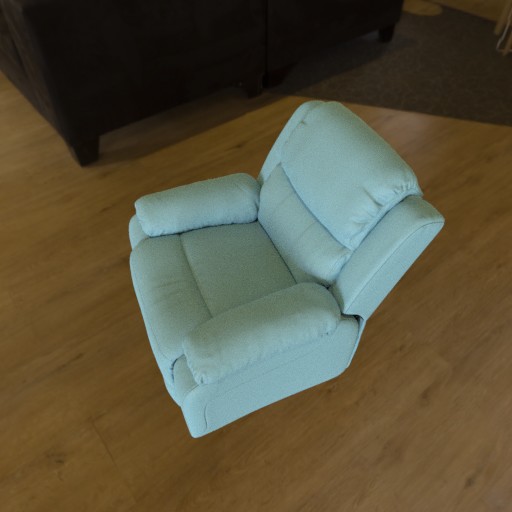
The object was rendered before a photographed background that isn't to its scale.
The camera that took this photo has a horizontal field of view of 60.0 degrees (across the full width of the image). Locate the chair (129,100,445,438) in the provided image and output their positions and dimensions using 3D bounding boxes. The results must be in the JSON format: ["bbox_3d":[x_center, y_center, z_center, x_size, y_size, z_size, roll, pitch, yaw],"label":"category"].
[{"bbox_3d":[0.000,0.000,1.291,0.709,0.702,0.680,-17,50,-15],"label":"chair"}]
